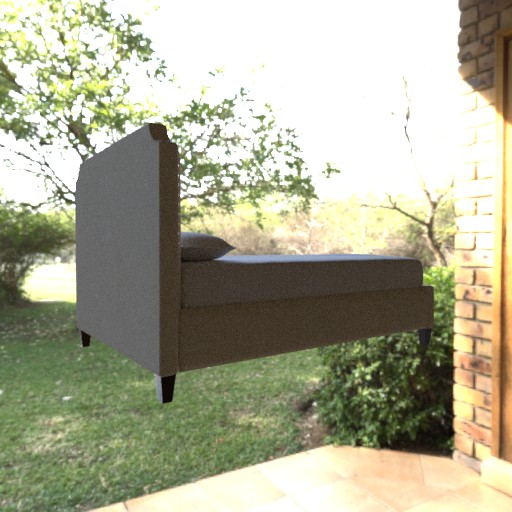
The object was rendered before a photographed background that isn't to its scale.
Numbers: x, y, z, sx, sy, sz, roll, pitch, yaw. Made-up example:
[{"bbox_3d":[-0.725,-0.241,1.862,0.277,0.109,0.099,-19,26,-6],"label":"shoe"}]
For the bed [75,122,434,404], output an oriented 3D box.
[{"bbox_3d":[0.000,0.000,3.588,2.381,1.457,1.713,-1,1,-35],"label":"bed"}]
